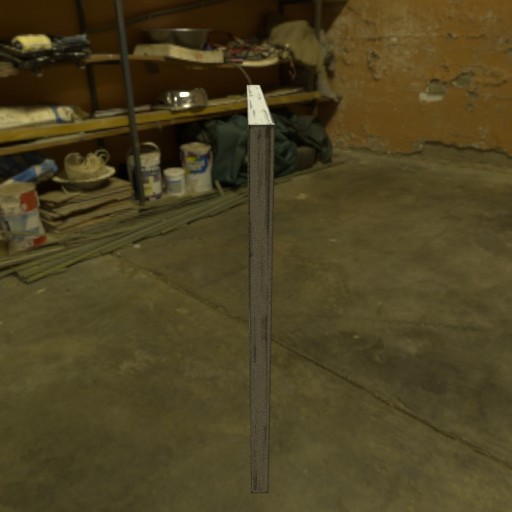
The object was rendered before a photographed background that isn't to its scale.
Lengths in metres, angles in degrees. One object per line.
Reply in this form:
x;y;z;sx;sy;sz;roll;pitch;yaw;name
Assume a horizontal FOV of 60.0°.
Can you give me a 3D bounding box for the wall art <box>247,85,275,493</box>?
0.000;0.000;1.127;0.037;0.761;0.761;-1;25;-1;wall art
